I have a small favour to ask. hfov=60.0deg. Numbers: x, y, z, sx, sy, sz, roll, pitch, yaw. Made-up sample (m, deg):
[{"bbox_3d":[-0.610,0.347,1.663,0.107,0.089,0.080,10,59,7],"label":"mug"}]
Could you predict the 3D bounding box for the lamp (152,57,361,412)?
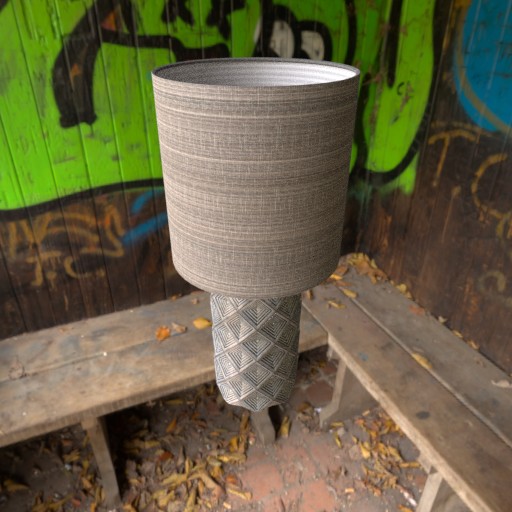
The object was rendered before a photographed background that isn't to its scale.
[{"bbox_3d":[0.000,0.000,0.723,0.268,0.566,0.269,21,36,32],"label":"lamp"}]
